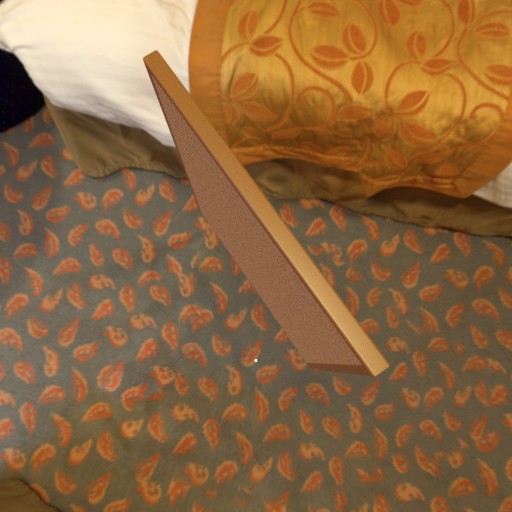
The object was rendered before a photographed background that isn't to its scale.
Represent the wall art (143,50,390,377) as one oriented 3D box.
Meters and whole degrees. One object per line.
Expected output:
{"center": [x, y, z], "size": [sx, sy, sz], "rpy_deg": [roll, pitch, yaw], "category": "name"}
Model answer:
{"center": [0.000, 0.000, 0.521], "size": [0.015, 0.379, 0.310], "rpy_deg": [-34, 79, -8], "category": "wall art"}
